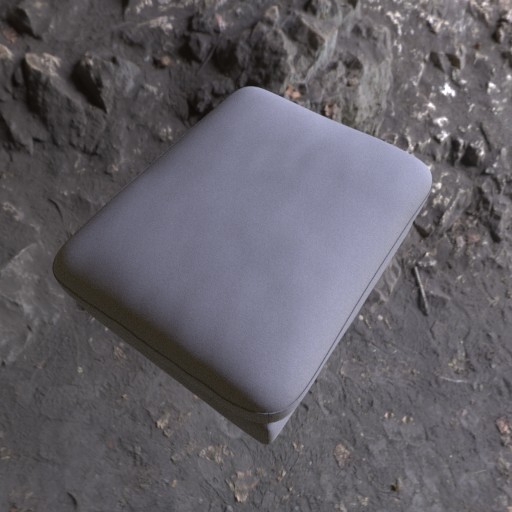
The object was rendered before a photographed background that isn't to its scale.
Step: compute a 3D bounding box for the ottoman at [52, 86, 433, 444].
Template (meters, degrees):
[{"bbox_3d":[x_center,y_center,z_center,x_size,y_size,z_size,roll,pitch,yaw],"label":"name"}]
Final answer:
[{"bbox_3d":[0.000,0.000,1.138,0.593,0.478,0.747,30,63,17],"label":"ottoman"}]
